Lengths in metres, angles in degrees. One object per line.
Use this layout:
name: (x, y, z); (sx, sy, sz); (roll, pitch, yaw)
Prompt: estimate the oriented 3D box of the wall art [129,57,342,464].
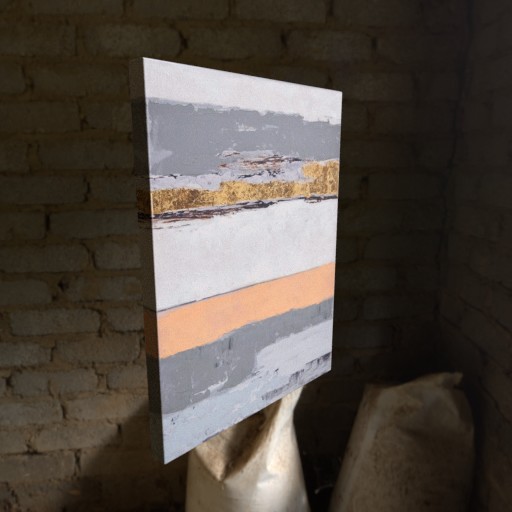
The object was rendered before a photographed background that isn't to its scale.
wall art: (0.000, 0.000, 0.812); (0.038, 0.609, 0.456); (12, 18, 43)
